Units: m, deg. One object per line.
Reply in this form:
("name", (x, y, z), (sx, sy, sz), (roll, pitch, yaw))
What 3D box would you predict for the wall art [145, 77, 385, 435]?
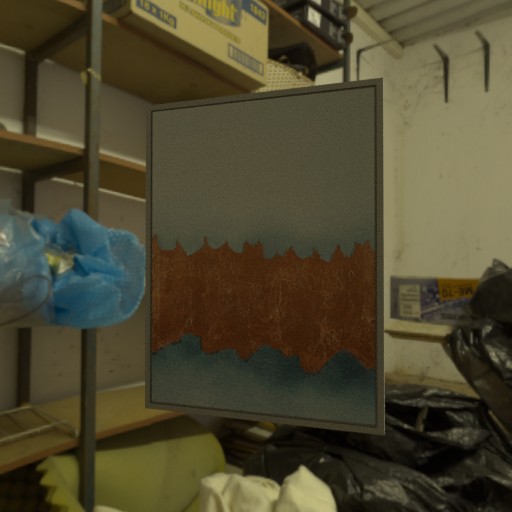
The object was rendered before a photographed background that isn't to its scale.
("wall art", (0.000, 0.000, 1.423), (0.789, 1.042, 0.034), (0, -1, 17))
